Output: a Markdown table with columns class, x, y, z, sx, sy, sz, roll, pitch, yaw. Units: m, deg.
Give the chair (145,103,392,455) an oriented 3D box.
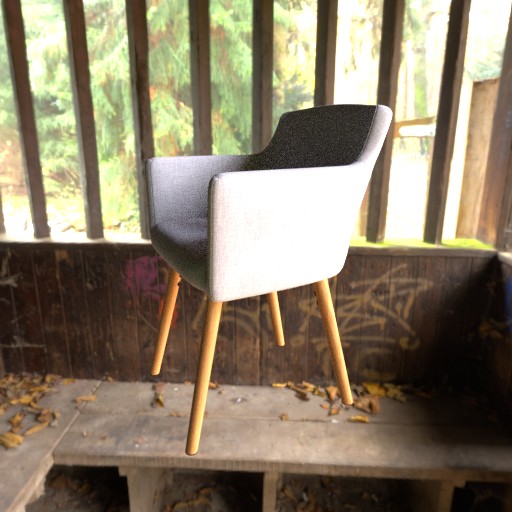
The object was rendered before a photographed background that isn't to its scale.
| class | x | y | z | sx | sy | sz | roll | pitch | yaw |
| --- | --- | --- | --- | --- | --- | --- | --- | --- | --- |
| chair | 0.000 | 0.000 | 1.187 | 0.540 | 0.780 | 0.570 | -7 | 18 | -25 |
